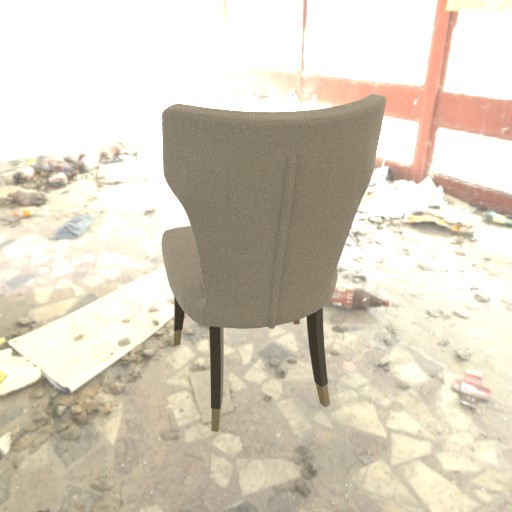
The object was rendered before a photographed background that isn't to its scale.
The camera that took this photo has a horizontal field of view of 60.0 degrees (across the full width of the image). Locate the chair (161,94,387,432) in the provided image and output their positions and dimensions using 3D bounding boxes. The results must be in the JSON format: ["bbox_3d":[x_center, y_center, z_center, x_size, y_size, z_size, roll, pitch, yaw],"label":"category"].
[{"bbox_3d":[0.000,0.000,1.330,0.526,0.950,0.630,-8,28,-14],"label":"chair"}]
